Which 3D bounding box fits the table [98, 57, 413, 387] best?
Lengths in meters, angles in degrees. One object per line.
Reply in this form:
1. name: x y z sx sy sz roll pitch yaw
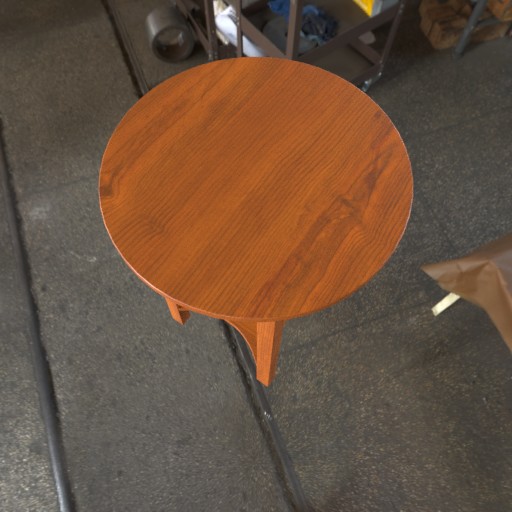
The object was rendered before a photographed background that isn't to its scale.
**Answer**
1. table: 0.000 0.000 0.925 0.457 0.610 0.457 0 65 0
